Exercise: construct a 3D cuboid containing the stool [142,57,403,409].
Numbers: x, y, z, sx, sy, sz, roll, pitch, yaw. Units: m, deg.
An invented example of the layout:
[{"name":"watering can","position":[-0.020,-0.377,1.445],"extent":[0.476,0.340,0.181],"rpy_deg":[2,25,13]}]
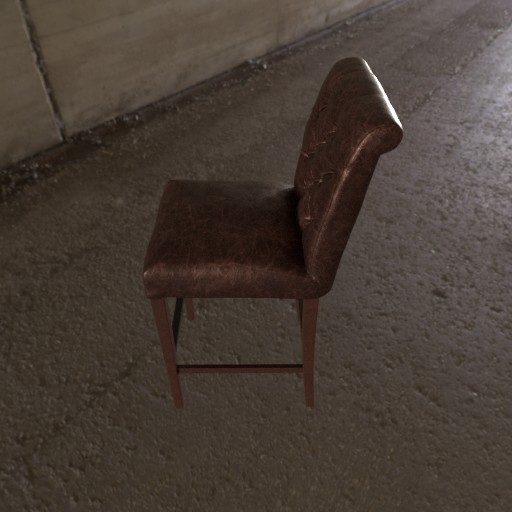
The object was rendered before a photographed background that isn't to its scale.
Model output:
[{"name":"stool","position":[0.000,0.000,1.502],"extent":[0.659,1.168,0.483],"rpy_deg":[0,42,0]}]
